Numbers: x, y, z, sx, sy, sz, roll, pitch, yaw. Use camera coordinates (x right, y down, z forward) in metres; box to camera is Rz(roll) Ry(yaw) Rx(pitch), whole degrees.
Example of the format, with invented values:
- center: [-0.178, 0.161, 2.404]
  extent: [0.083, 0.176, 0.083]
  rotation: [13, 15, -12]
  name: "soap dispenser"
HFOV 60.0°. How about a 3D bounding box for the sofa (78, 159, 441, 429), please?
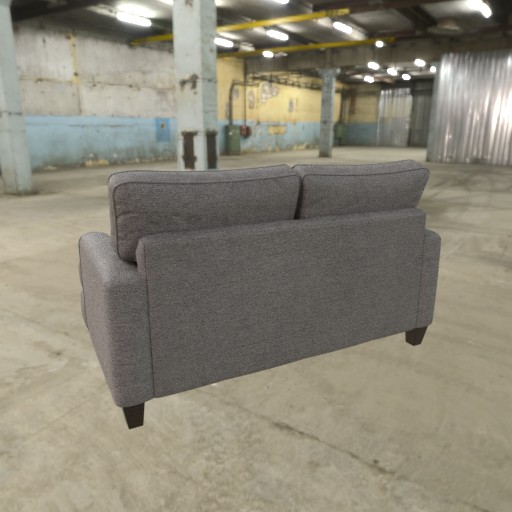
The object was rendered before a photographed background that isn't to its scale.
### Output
- center: [0.000, 0.000, 2.273]
  extent: [1.651, 0.965, 0.965]
  rotation: [-8, 17, -27]
  name: "sofa"
